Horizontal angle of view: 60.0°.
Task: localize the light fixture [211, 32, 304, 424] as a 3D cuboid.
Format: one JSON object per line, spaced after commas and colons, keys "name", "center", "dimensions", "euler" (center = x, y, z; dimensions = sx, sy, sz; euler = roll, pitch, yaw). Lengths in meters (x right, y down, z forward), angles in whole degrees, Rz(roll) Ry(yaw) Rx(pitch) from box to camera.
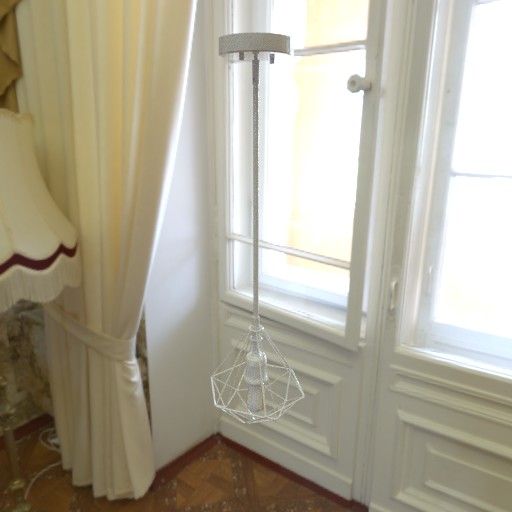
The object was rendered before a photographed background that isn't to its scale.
{"name": "light fixture", "center": [0.000, 0.000, 1.986], "dimensions": [0.431, 1.764, 0.487], "euler": [-3, 17, -9]}
